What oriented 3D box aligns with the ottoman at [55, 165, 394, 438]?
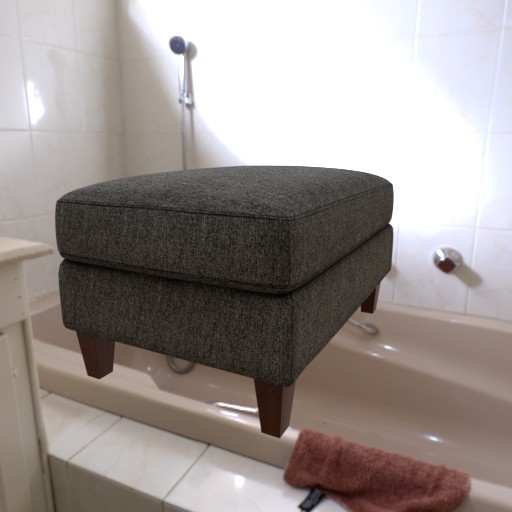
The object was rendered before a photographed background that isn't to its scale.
[{"bbox_3d":[0.000,0.000,1.221,0.584,0.483,0.864,7,16,27],"label":"ottoman"}]
